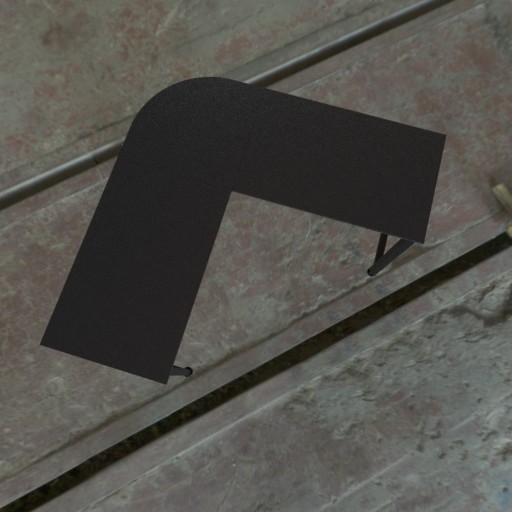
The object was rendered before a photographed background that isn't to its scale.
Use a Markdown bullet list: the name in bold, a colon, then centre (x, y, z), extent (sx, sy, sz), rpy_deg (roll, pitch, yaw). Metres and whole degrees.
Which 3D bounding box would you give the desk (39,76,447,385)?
- **desk**: centre (0.000, 0.000, 2.270), extent (1.400, 0.762, 1.400), rpy_deg (16, 76, 4)
